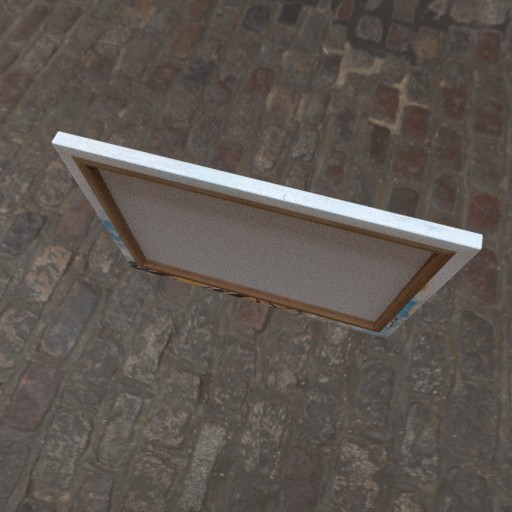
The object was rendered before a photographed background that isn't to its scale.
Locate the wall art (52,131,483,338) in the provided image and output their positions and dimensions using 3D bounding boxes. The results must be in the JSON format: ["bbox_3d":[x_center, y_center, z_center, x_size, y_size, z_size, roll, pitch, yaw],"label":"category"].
[{"bbox_3d":[0.000,0.000,1.357,1.016,0.762,0.038,15,66,7],"label":"wall art"}]
